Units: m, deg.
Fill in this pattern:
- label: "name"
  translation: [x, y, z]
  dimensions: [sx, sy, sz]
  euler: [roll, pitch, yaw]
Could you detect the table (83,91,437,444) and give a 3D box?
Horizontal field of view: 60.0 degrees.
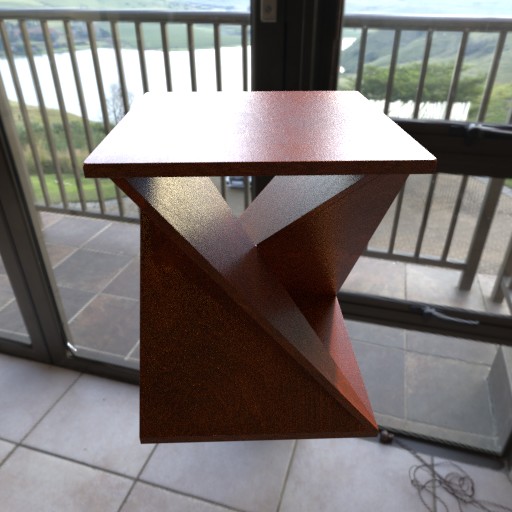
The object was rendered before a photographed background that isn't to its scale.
- label: "table"
  translation: [0.000, 0.000, 0.848]
  dimensions: [0.427, 0.520, 0.427]
  euler: [-1, 31, -2]
